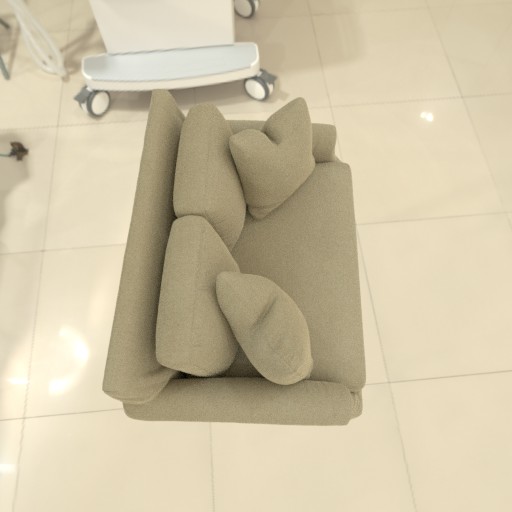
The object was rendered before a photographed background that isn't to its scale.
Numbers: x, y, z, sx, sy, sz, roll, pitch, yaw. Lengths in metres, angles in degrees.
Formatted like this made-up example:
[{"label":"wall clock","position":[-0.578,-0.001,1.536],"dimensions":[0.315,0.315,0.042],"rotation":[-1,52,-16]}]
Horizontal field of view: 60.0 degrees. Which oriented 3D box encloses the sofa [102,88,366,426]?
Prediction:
[{"label":"sofa","position":[0.000,0.000,2.170],"dimensions":[1.070,0.905,1.550],"rotation":[2,65,1]}]
